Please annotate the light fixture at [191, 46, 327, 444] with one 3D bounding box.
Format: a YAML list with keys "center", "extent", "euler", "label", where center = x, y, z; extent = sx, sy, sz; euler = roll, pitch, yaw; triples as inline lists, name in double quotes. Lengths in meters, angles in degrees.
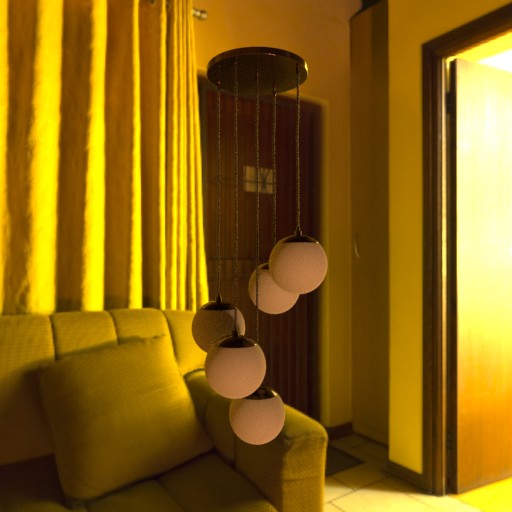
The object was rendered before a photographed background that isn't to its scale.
- center: [0.000, 0.000, 1.514]
  extent: [0.489, 1.271, 0.484]
  euler: [0, 0, 36]
  label: "light fixture"
